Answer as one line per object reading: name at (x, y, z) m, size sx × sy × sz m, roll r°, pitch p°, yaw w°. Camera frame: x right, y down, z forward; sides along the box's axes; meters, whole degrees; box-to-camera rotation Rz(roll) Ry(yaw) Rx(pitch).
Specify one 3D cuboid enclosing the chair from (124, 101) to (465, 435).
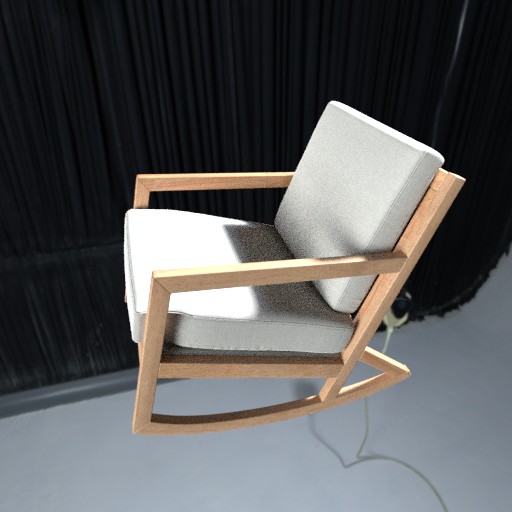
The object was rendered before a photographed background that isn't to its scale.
chair at (0.000, 0.000, 1.374) m, size 0.857 × 0.790 × 0.622 m, roll -9°, pitch 33°, yaw -14°
